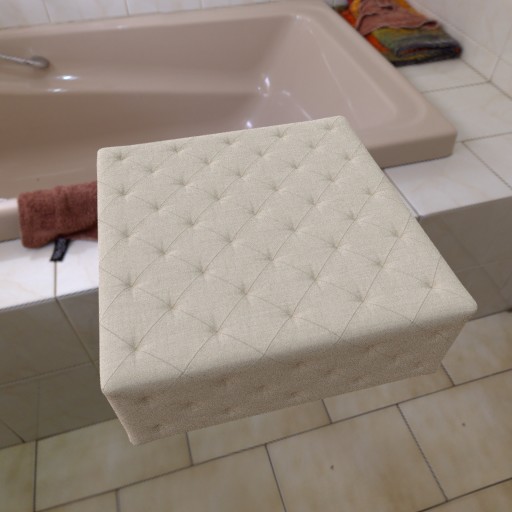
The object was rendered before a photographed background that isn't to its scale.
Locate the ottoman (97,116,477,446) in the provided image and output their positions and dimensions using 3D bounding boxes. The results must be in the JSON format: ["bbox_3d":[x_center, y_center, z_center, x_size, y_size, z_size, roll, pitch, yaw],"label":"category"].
[{"bbox_3d":[0.000,0.000,1.613,1.028,0.439,1.028,-10,49,-9],"label":"ottoman"}]
